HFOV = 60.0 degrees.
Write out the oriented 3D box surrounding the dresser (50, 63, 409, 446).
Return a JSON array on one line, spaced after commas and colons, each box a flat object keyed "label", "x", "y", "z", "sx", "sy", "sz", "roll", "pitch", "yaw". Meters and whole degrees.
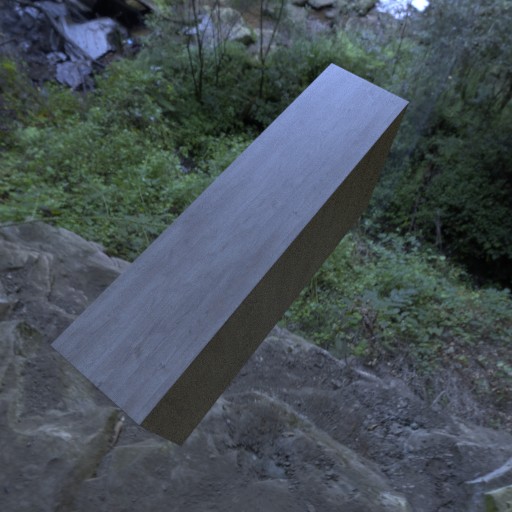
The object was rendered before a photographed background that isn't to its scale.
[{"label": "dresser", "x": 0.000, "y": 0.000, "z": 1.953, "sx": 0.390, "sy": 0.795, "sz": 1.590, "roll": 34, "pitch": 68, "yaw": 16}]
